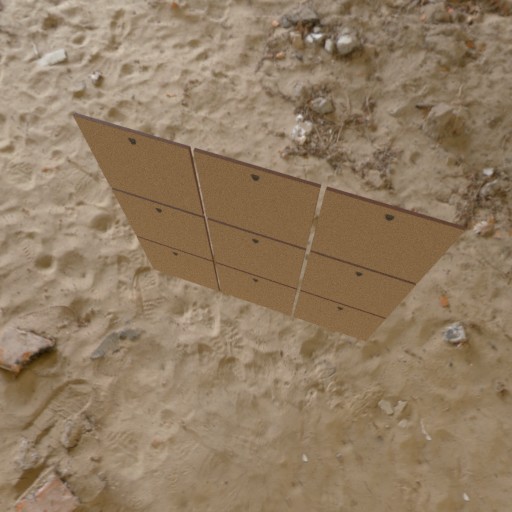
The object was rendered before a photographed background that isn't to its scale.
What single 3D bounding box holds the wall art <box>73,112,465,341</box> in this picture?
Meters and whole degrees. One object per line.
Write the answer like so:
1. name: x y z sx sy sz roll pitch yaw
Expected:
1. wall art: 0.000 0.000 1.856 1.221 1.218 0.019 18 66 8
